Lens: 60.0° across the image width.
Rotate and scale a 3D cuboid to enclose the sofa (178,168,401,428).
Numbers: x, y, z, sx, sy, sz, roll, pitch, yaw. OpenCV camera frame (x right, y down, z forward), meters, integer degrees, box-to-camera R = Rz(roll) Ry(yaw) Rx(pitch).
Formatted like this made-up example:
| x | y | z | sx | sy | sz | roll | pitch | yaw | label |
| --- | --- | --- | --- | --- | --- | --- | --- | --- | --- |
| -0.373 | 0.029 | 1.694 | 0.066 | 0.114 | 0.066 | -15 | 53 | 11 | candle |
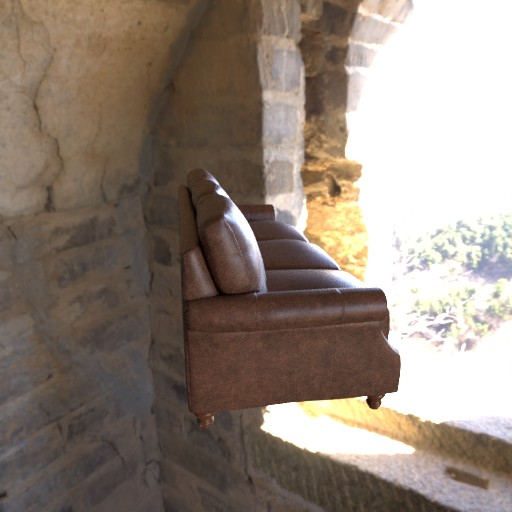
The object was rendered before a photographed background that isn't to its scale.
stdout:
| x | y | z | sx | sy | sz | roll | pitch | yaw | label |
| --- | --- | --- | --- | --- | --- | --- | --- | --- | --- |
| 0.000 | 0.000 | 2.873 | 0.973 | 0.977 | 2.351 | -3 | 16 | -10 | sofa |
